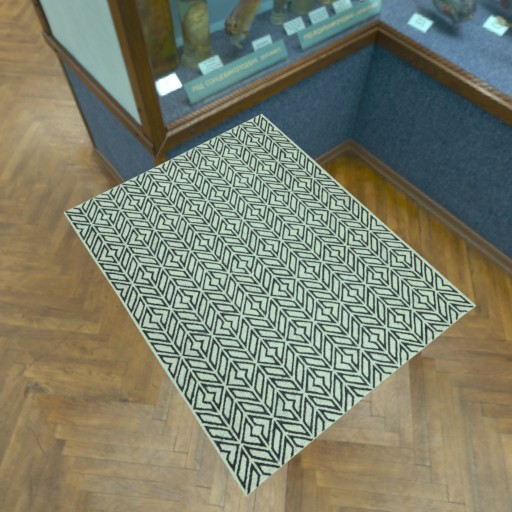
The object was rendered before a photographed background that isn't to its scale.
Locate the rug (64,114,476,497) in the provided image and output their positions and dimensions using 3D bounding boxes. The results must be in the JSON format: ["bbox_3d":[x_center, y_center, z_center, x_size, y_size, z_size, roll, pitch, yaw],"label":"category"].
[{"bbox_3d":[0.000,0.000,4.055,2.421,0.008,3.045,-32,63,-19],"label":"rug"}]
